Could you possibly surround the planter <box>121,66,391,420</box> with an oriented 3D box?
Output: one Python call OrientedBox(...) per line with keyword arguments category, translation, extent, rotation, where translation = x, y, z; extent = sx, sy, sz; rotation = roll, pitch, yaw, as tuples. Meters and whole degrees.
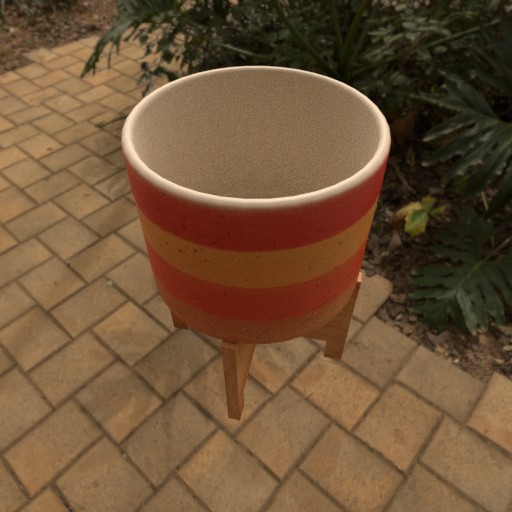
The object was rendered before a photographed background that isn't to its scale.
OrientedBox(category="planter", translation=(0.000, 0.000, 0.564), extent=(0.269, 0.379, 0.269), rotation=(0, 46, 0))
